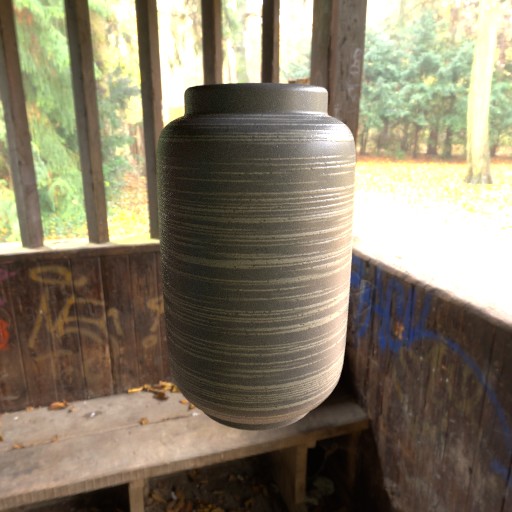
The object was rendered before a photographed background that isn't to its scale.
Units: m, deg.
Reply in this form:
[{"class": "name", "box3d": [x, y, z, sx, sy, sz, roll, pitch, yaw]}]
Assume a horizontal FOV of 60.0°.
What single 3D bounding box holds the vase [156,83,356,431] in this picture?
[{"class": "vase", "box3d": [0.000, 0.000, 0.705, 0.297, 0.499, 0.297, 0, 16, 0]}]
